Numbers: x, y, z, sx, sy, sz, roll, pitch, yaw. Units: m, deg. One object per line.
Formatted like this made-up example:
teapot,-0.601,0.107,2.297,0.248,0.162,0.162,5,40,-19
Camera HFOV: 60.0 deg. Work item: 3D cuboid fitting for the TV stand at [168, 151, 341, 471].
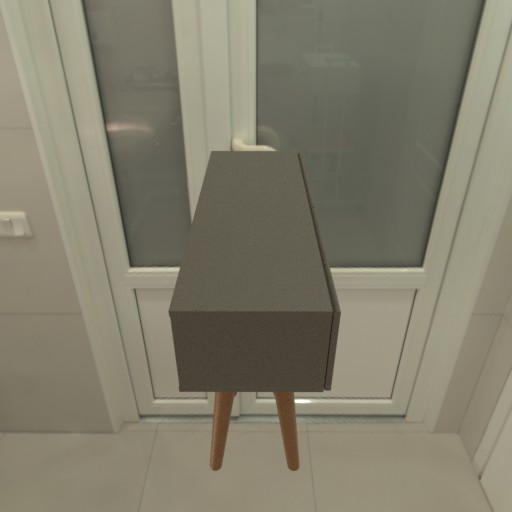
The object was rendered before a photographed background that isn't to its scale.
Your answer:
TV stand,0.000,0.000,1.563,0.329,0.591,1.336,0,32,0
